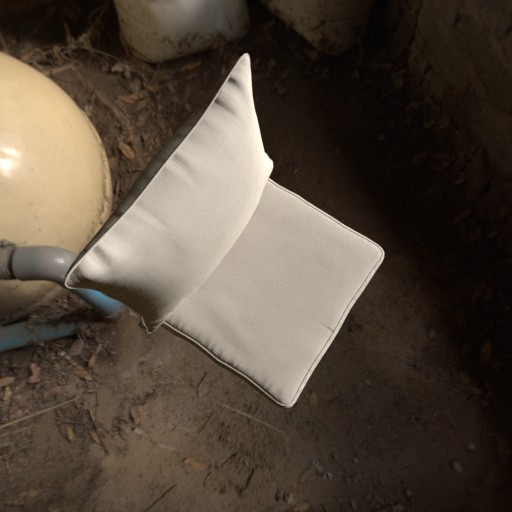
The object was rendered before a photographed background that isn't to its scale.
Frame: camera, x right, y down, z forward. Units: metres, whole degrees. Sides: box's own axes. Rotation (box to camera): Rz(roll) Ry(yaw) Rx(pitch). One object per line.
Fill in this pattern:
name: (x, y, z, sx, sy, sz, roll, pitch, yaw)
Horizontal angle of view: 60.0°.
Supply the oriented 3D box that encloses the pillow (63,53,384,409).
pillow: (0.000, 0.000, 1.402, 0.733, 0.716, 0.798, 33, 77, 8)
